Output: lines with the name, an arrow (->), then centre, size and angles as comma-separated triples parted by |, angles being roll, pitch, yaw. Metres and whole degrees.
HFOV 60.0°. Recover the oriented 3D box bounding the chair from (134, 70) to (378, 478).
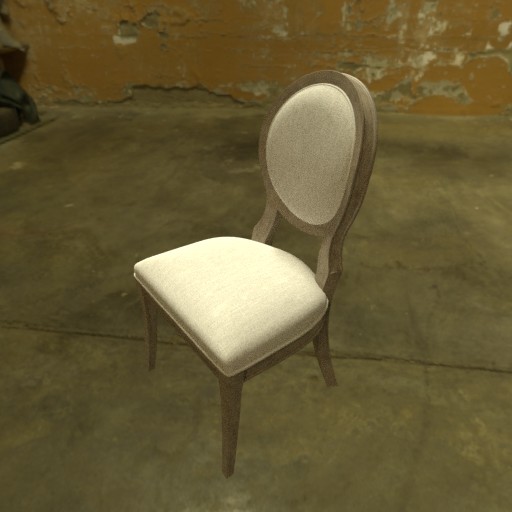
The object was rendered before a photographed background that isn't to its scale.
chair -> 0.000, 0.000, 1.328 | 0.602, 0.990, 0.558 | -21, 37, -31
